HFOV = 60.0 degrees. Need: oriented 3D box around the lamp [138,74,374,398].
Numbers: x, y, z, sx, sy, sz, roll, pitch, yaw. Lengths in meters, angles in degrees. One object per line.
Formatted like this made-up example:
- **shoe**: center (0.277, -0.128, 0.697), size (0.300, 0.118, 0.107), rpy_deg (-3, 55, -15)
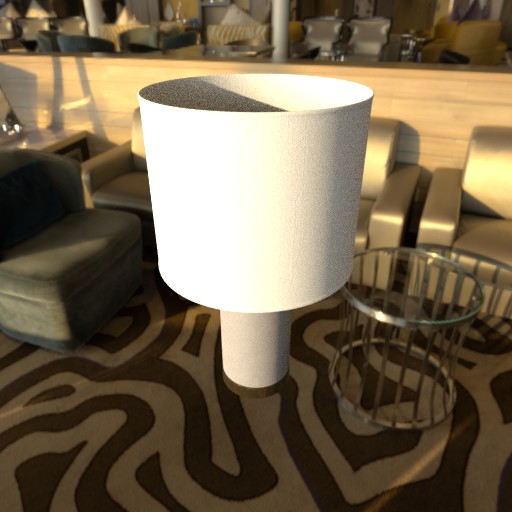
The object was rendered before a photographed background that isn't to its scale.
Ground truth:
- **lamp**: center (0.000, 0.000, 0.532), size (0.229, 0.380, 0.229), rpy_deg (0, 29, 0)
